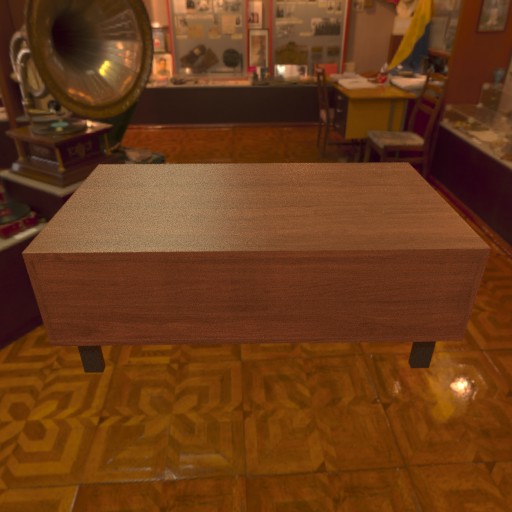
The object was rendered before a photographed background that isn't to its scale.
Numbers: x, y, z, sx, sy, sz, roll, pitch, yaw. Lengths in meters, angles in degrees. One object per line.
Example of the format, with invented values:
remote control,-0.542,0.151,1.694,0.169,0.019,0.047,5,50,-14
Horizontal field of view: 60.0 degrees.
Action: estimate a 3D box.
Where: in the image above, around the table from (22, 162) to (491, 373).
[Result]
table,0.000,0.000,1.318,1.020,0.380,0.600,-1,31,-1
